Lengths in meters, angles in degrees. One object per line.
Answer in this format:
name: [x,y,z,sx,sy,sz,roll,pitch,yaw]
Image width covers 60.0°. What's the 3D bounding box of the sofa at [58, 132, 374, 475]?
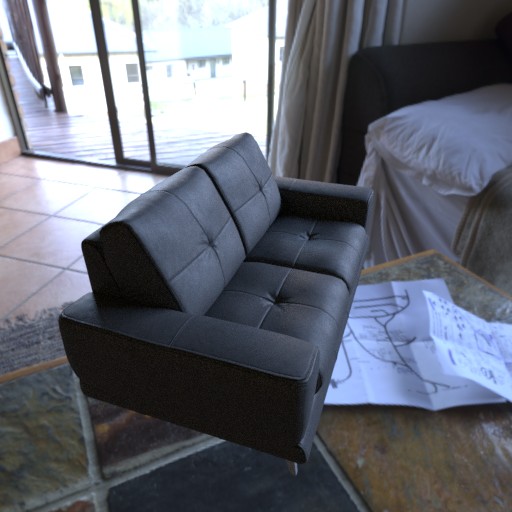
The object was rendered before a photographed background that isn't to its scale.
sofa: [0.000,0.000,2.298,1.018,0.907,1.806,10,32,17]
